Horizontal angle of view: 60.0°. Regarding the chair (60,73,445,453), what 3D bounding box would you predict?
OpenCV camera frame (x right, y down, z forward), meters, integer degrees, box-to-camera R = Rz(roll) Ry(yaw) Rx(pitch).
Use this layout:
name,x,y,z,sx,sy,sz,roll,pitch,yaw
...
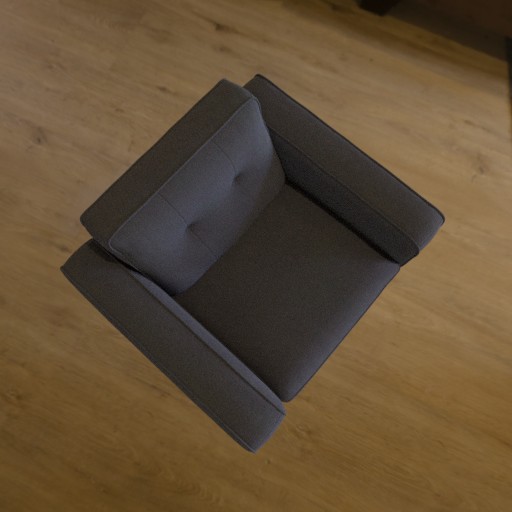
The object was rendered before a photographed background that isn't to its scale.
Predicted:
name,x,y,z,sx,sy,sz,roll,pitch,yaw
chair,0.000,0.000,1.776,0.953,0.783,1.118,40,79,10
